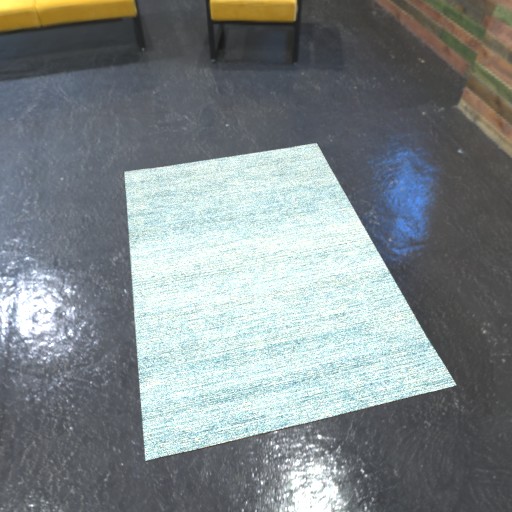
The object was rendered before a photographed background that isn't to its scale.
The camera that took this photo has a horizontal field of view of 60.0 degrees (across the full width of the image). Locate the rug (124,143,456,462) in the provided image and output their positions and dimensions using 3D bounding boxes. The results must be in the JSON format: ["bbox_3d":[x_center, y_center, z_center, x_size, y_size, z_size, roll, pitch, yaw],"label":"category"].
[{"bbox_3d":[0.000,0.000,2.909,1.611,0.026,2.260,-10,49,-9],"label":"rug"}]
